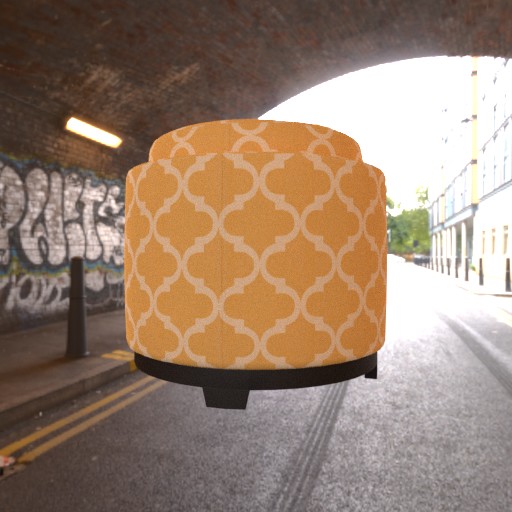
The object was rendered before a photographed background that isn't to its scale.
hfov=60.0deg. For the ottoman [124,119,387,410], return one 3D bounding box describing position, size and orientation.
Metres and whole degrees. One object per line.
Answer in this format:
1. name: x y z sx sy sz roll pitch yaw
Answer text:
1. ottoman: 0.000 0.000 0.843 0.480 0.429 0.480 0 0 0
